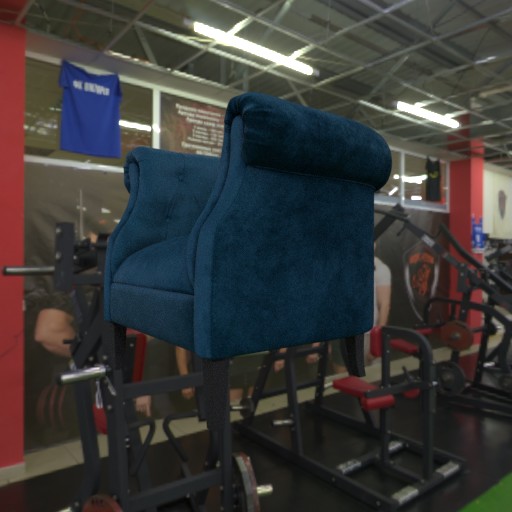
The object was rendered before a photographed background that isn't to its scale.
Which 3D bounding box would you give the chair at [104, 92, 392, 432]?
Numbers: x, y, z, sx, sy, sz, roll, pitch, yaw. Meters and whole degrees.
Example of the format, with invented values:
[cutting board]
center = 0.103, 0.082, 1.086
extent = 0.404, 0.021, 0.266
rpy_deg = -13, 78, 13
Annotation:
[chair]
center = 0.000, 0.000, 1.563
extent = 0.851, 0.826, 0.904
rpy_deg = 0, 0, -36
